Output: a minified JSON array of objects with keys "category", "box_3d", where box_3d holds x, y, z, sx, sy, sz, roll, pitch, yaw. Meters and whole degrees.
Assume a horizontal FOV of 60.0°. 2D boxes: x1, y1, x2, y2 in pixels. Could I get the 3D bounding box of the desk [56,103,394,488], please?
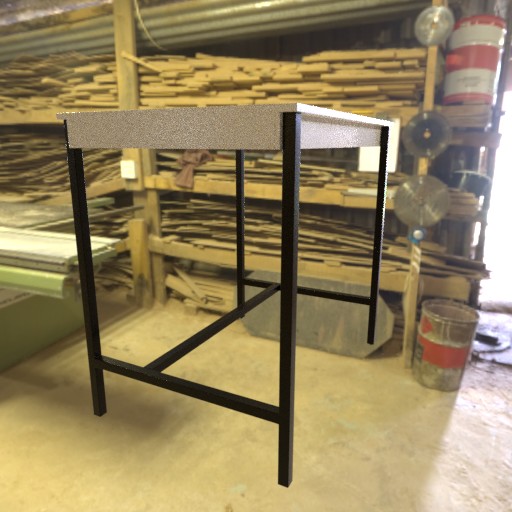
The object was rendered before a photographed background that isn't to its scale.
[{"category":"desk","box_3d":[0.000,0.000,1.292,0.573,0.766,0.811,7,16,27]}]
